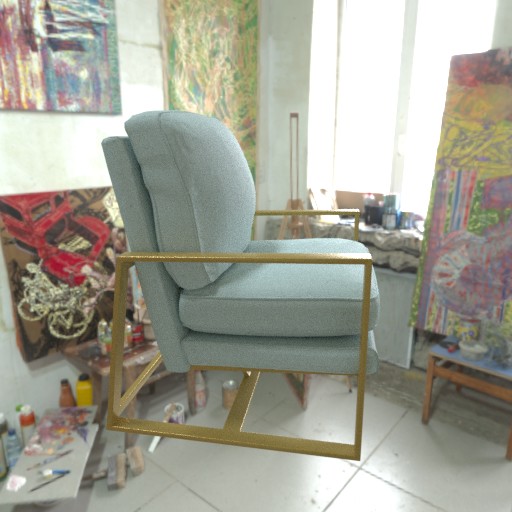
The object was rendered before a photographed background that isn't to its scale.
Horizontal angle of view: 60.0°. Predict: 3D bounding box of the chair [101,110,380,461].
[{"bbox_3d":[0.000,0.000,1.538,0.813,0.956,0.758,3,16,10],"label":"chair"}]
